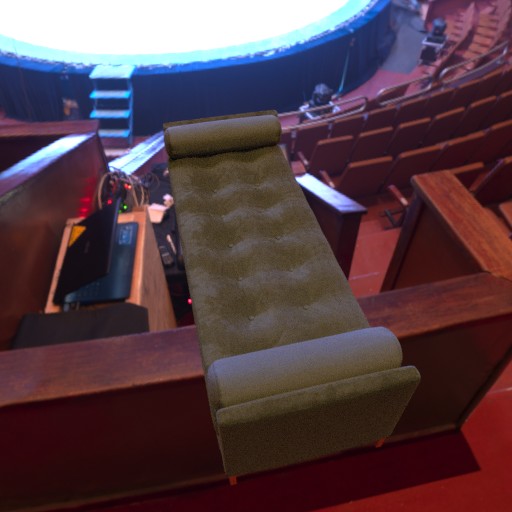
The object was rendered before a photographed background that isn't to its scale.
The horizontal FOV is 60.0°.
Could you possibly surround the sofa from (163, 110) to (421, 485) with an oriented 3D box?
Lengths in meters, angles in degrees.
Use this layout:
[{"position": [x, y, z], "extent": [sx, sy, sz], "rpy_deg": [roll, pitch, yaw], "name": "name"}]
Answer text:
[{"position": [0.000, 0.000, 2.489], "extent": [0.796, 0.705, 2.102], "rpy_deg": [-10, 47, -9], "name": "sofa"}]
